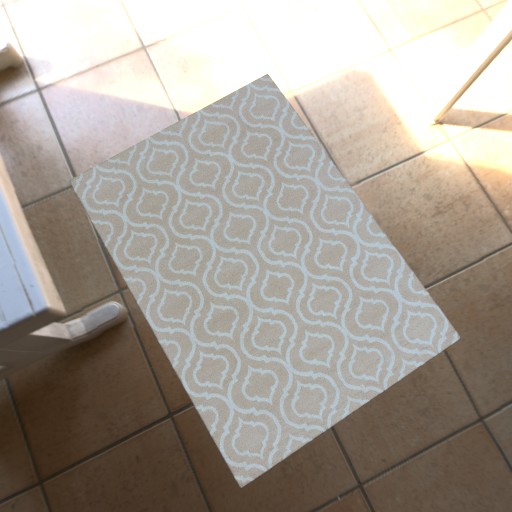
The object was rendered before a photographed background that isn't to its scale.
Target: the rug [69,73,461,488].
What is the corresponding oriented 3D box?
[{"bbox_3d":[0.000,0.000,2.738,1.524,0.010,2.134,-31,77,-8],"label":"rug"}]
